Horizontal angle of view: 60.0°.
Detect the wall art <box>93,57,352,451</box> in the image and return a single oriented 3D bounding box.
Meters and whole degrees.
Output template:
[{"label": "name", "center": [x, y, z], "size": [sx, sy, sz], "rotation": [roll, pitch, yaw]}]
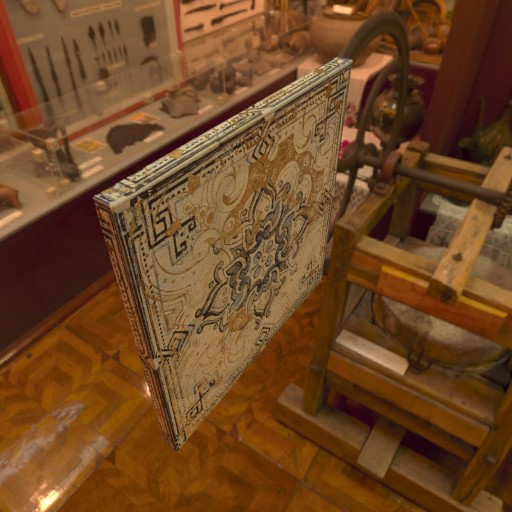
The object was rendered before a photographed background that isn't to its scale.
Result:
[{"label": "wall art", "center": [0.000, 0.000, 0.893], "size": [0.036, 0.607, 0.609], "rotation": [25, 47, 26]}]
